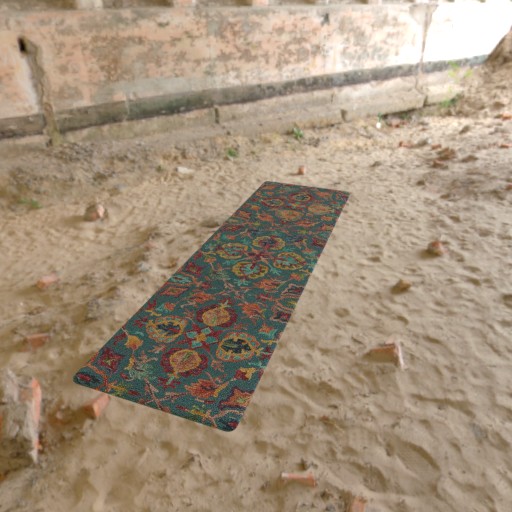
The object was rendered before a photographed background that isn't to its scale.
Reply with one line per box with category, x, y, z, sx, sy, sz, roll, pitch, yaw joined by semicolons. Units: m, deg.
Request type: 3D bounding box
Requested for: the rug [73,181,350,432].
rug;0.000;0.000;2.528;0.686;0.013;2.286;11;32;17
